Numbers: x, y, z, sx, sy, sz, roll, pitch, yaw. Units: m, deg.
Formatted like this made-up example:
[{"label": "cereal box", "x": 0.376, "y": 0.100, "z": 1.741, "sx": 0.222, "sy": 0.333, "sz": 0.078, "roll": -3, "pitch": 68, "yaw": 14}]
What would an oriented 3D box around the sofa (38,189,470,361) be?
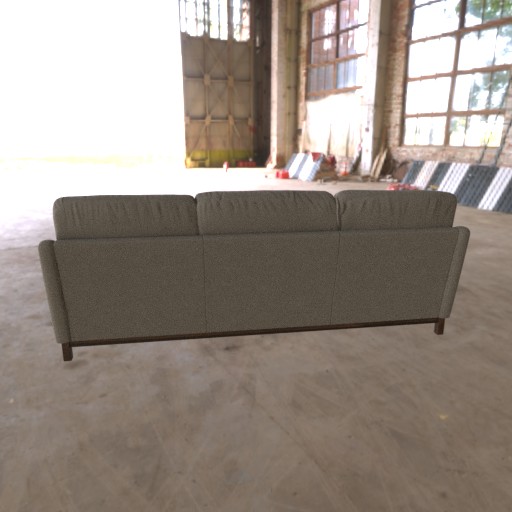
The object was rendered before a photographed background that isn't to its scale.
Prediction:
[{"label": "sofa", "x": 0.000, "y": 0.000, "z": 2.863, "sx": 2.344, "sy": 0.926, "sz": 0.987, "roll": -2, "pitch": 15, "yaw": -8}]
